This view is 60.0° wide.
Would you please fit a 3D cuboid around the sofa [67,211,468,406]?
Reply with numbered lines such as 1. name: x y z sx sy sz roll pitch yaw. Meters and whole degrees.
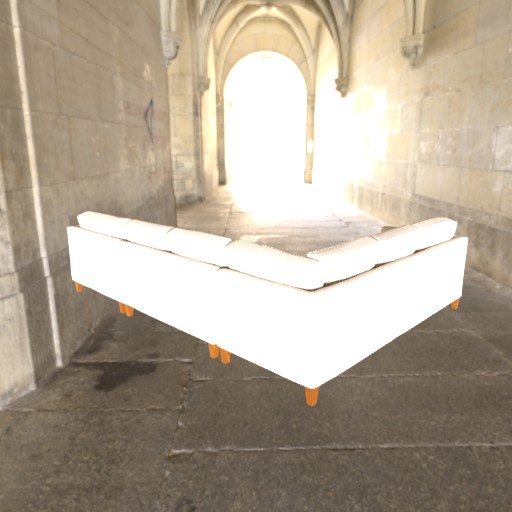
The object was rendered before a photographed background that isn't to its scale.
1. sofa: 0.000 0.000 4.733 3.460 0.961 2.594 13 19 42
